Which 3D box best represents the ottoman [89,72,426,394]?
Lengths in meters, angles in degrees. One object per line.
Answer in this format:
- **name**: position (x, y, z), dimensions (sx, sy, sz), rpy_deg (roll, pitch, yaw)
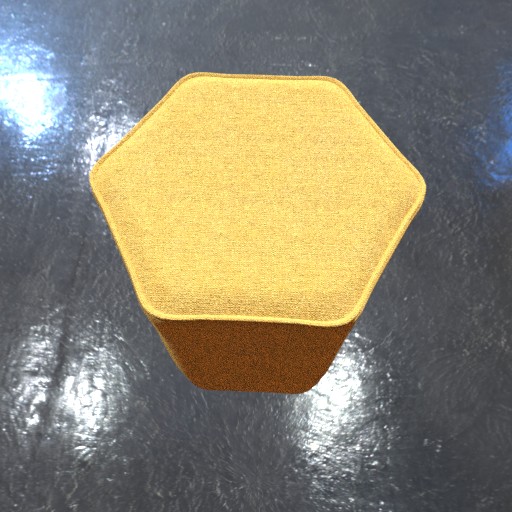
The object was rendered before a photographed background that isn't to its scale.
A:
- **ottoman**: position (0.000, 0.000, 0.851), dimensions (0.494, 0.502, 0.443), rpy_deg (2, 63, 1)
